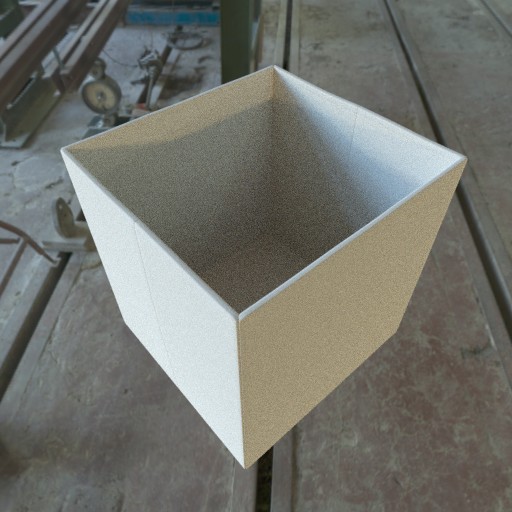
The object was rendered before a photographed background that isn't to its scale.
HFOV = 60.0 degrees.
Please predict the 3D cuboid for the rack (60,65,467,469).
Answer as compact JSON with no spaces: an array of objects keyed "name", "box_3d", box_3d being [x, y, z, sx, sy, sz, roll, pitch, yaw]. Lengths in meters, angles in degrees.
[{"name":"rack","box_3d":[0.000,0.000,0.500,0.270,0.280,0.270,-33,55,-27]}]
